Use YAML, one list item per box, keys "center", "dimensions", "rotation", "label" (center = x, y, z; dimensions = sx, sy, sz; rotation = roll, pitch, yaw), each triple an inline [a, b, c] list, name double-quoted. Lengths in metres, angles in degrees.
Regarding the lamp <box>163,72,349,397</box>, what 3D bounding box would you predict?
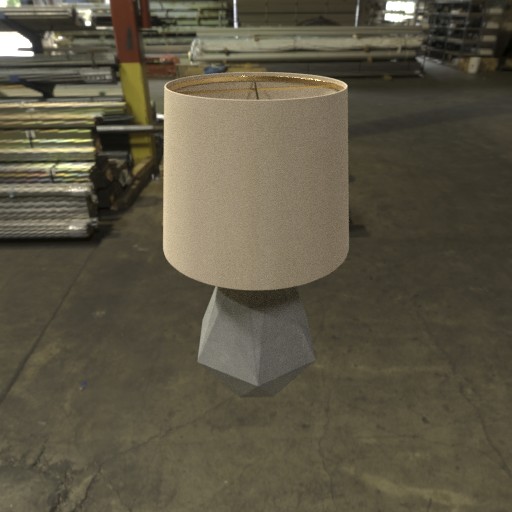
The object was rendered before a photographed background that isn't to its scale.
- center: [0.000, 0.000, 0.684]
  dimensions: [0.276, 0.501, 0.276]
  rotation: [0, 29, 0]
  label: "lamp"
